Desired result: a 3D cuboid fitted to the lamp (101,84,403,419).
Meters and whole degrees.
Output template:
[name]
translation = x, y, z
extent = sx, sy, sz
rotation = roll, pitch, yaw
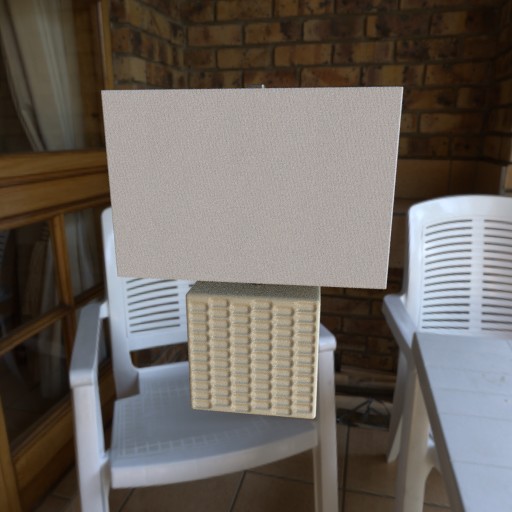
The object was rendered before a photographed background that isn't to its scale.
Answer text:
[lamp]
translation = 0.000, 0.000, 0.712
extent = 0.380, 0.515, 0.200
rotation = 2, 16, 7
